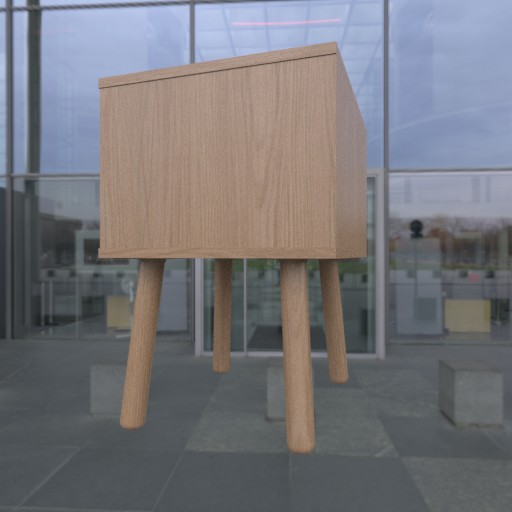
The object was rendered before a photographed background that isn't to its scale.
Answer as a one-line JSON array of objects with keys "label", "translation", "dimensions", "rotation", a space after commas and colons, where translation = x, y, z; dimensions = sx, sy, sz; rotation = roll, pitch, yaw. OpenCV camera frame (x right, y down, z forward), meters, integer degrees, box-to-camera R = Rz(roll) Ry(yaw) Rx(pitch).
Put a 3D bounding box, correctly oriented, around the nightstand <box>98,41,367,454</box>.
[{"label": "nightstand", "translation": [0.000, 0.000, 0.863], "dimensions": [0.380, 0.571, 0.450], "rotation": [0, 0, 19]}]
